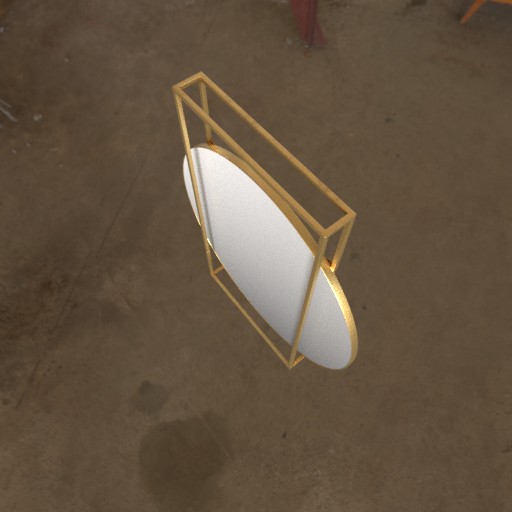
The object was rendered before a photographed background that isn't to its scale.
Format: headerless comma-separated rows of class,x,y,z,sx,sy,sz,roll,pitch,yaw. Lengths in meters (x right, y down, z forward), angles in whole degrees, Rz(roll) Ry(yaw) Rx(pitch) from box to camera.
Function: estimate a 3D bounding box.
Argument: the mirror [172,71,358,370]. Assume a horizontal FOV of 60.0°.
mirror,0.000,0.000,0.835,0.051,0.603,0.508,-35,67,-17
